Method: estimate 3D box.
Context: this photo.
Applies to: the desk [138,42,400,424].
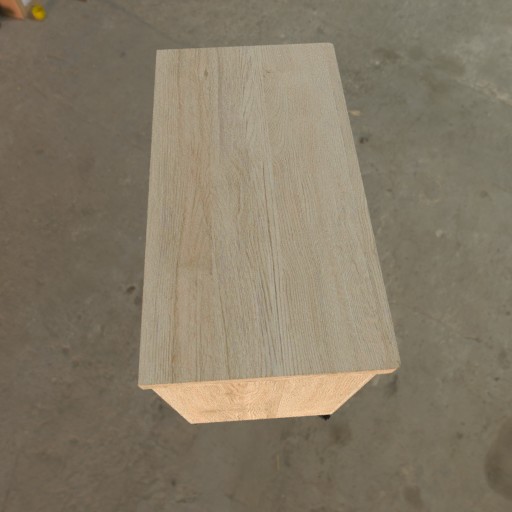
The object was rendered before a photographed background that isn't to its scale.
[{"bbox_3d":[0.000,0.000,1.342,0.480,0.770,0.885,-3,63,-2],"label":"desk"}]
